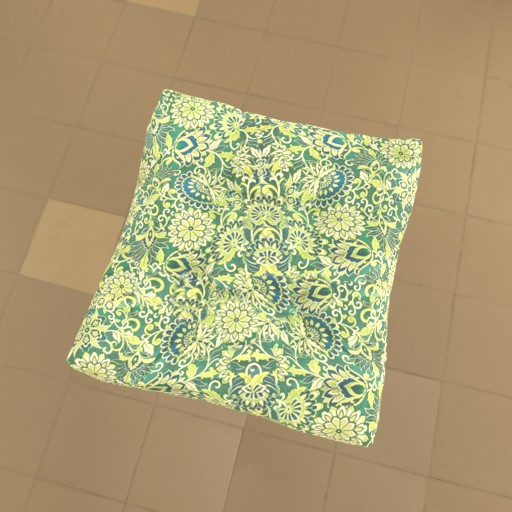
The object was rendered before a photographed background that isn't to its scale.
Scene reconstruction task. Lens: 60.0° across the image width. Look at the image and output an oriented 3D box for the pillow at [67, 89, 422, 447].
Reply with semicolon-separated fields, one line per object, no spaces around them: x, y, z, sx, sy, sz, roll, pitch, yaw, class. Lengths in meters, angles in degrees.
0.000;0.000;0.721;0.468;0.128;0.490;13;76;3;pillow
